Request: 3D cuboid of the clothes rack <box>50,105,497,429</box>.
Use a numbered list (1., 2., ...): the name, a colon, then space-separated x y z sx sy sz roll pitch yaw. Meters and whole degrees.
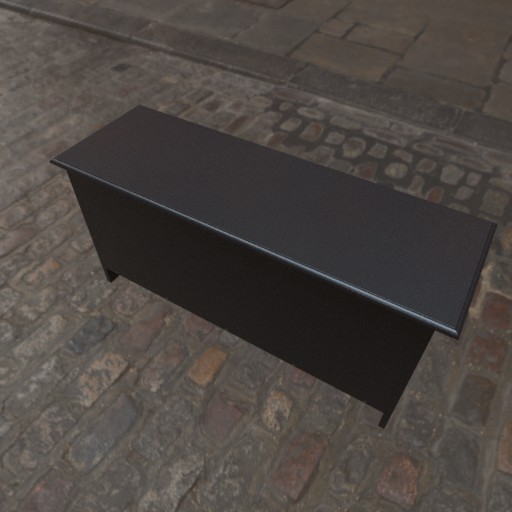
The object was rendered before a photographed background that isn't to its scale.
1. clothes rack: 0.000 0.000 1.439 1.219 0.556 0.406 24 51 21
